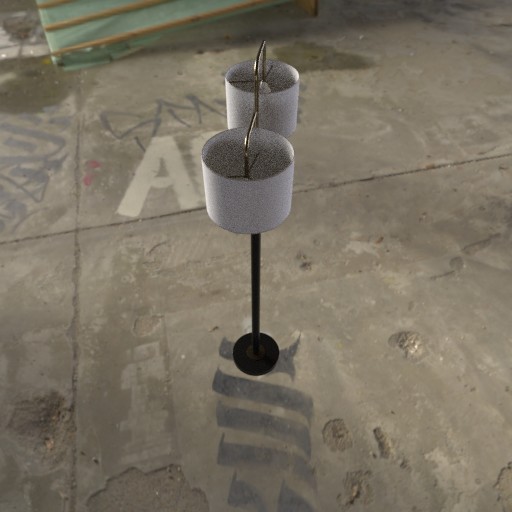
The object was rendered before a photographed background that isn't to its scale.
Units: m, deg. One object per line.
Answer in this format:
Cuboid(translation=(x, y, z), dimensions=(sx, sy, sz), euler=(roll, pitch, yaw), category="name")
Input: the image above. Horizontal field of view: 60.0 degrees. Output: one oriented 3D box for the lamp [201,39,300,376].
Cuboid(translation=(0.000, 0.000, 1.840), dimensions=(0.254, 1.587, 0.711), euler=(4, 47, 4), category="lamp")
